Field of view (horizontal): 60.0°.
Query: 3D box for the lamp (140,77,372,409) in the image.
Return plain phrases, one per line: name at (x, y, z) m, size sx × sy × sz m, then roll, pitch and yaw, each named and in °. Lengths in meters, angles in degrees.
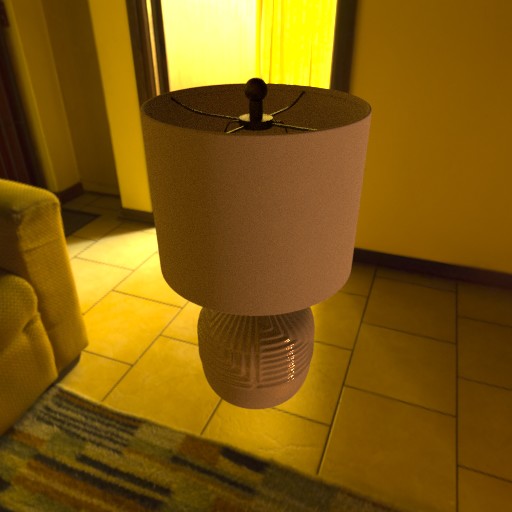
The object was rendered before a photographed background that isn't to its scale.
lamp at (0.000, 0.000, 0.749) m, size 0.318 × 0.567 × 0.318 m, roll 0°, pitch 31°, yaw 0°
